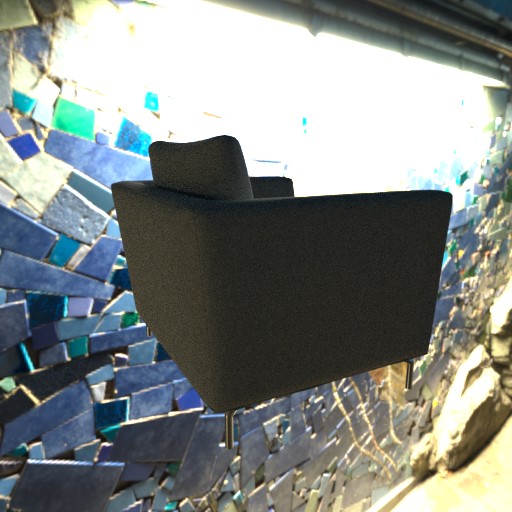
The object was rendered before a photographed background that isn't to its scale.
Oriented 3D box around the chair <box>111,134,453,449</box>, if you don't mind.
[{"bbox_3d":[0.000,0.000,1.691,0.889,0.864,1.041,-7,15,-27],"label":"chair"}]
